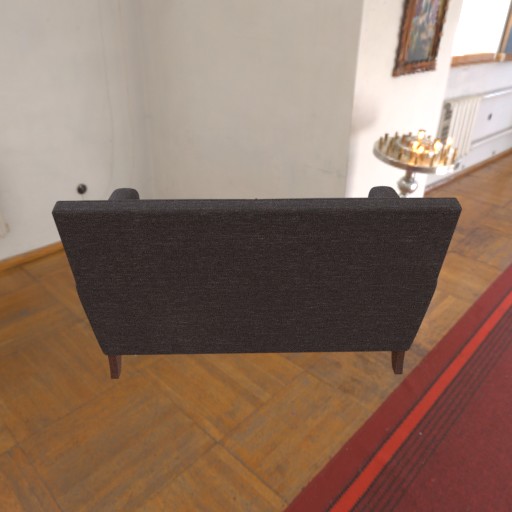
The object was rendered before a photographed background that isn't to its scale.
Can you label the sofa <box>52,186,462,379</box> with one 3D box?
[{"bbox_3d":[0.000,0.000,2.126,1.509,0.905,0.867,-1,30,-1],"label":"sofa"}]
